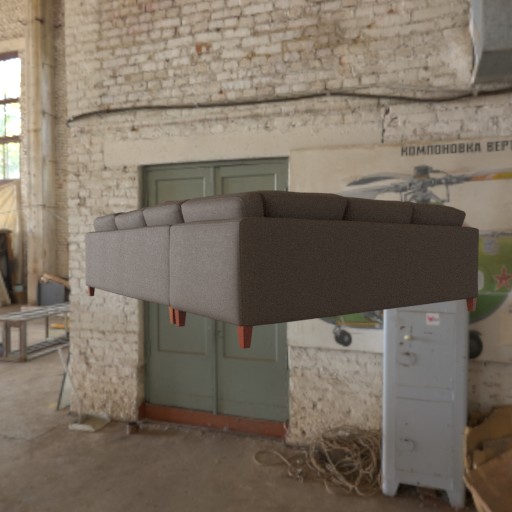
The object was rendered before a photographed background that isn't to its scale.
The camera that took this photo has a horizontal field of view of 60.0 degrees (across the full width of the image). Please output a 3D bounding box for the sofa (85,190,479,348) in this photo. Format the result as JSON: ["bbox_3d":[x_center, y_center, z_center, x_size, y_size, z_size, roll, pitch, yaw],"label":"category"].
[{"bbox_3d":[0.000,0.000,4.516,2.593,0.947,3.302,-1,2,-36],"label":"sofa"}]
